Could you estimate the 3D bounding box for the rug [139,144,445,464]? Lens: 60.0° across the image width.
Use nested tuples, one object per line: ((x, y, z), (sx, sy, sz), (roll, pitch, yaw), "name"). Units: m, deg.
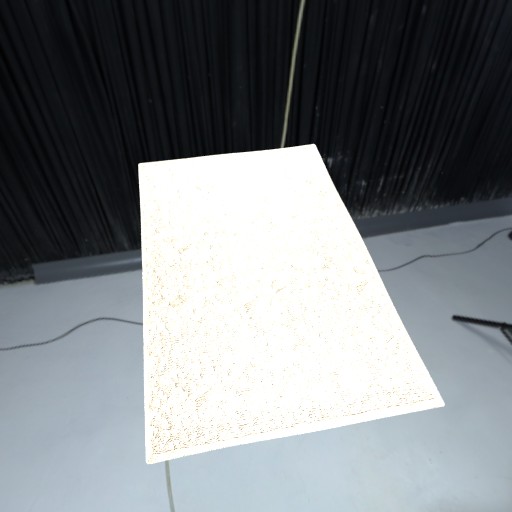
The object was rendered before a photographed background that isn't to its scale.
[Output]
((0.000, 0.000, 3.000), (1.529, 0.012, 2.435), (-8, 48, -7), "rug")
